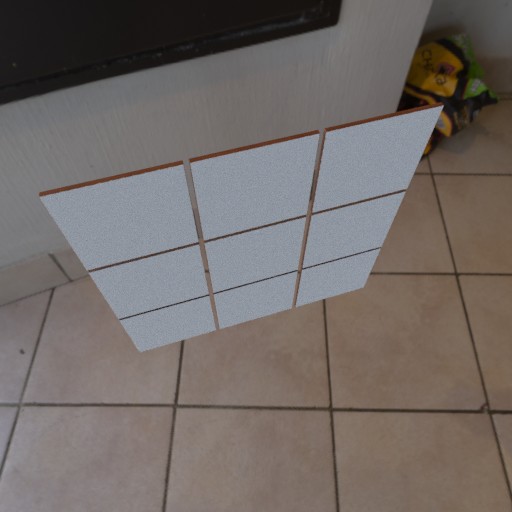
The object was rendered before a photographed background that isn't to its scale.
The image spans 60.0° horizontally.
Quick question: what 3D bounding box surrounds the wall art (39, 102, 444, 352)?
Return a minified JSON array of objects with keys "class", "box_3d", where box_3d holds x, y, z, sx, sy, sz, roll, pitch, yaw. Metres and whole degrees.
[{"class":"wall art","box_3d":[0.000,0.000,1.851,1.256,1.246,0.017,-15,59,-9]}]
